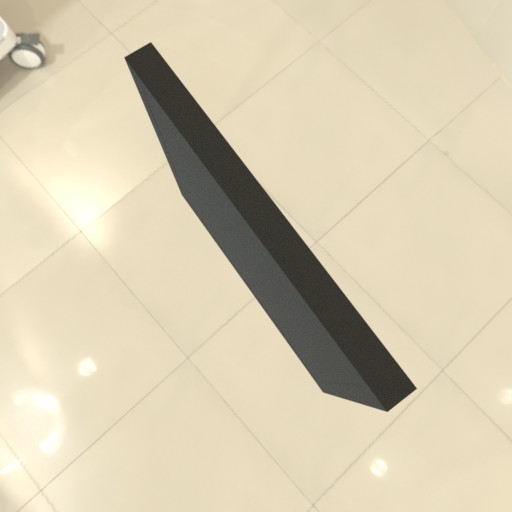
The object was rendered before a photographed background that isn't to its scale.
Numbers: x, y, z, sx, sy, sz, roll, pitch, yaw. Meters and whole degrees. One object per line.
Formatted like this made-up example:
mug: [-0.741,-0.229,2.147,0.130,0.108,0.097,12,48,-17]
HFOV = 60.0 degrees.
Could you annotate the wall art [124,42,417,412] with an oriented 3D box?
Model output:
wall art: [0.000,0.000,0.533,0.029,0.330,0.381,-34,78,-8]
